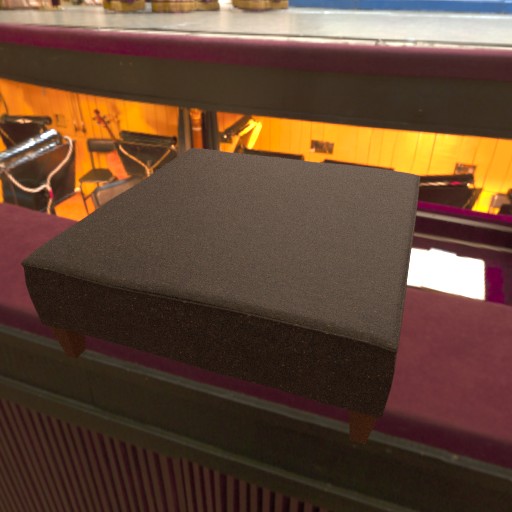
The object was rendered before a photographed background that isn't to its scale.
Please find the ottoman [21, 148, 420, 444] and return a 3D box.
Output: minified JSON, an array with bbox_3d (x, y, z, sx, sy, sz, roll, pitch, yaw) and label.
[{"bbox_3d":[0.000,0.000,1.501,0.968,0.382,1.004,11,33,17],"label":"ottoman"}]
